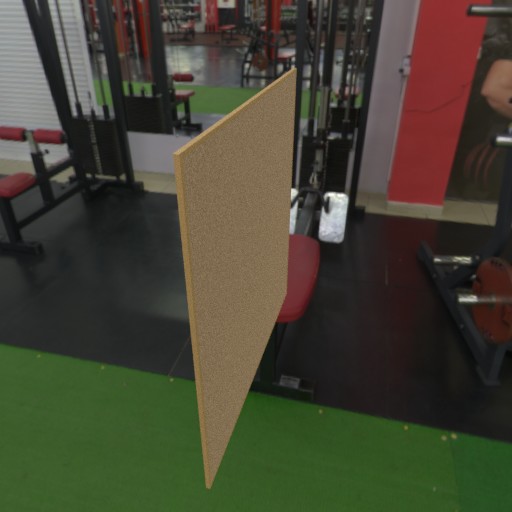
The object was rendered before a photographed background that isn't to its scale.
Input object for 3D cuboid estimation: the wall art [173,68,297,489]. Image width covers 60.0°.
[{"bbox_3d":[0.000,0.000,1.386,0.013,0.959,0.962,9,32,14],"label":"wall art"}]
